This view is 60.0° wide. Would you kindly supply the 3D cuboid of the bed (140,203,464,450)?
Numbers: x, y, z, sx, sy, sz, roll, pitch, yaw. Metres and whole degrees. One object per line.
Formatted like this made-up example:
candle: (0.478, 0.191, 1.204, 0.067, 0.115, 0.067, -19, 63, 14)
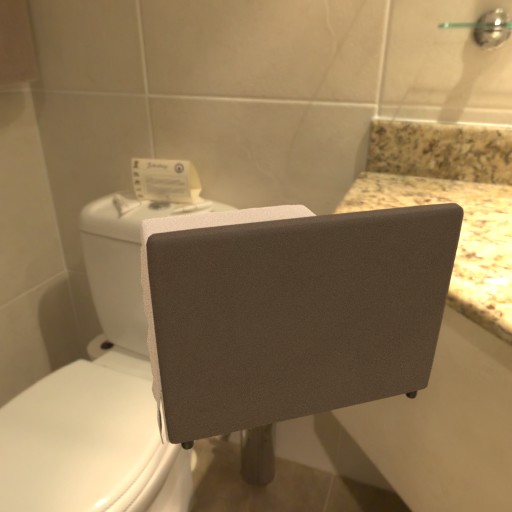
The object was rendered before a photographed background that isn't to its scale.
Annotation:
bed: (0.000, 0.000, 3.308, 1.723, 1.330, 2.142, -7, 26, -14)
